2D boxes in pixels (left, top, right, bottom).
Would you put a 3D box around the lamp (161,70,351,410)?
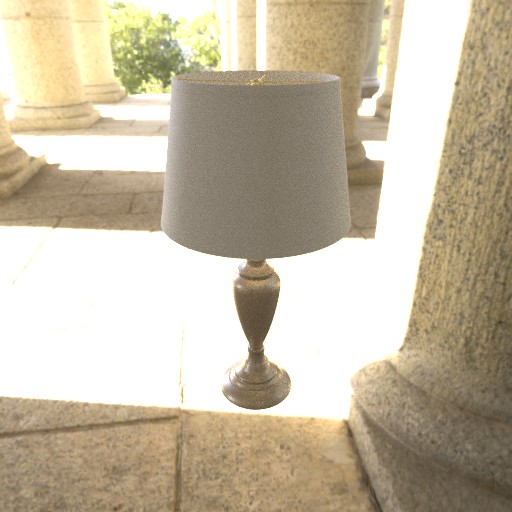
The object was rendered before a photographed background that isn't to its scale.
[{"bbox_3d":[0.000,0.000,0.813,0.328,0.612,0.328,0,27,0],"label":"lamp"}]
